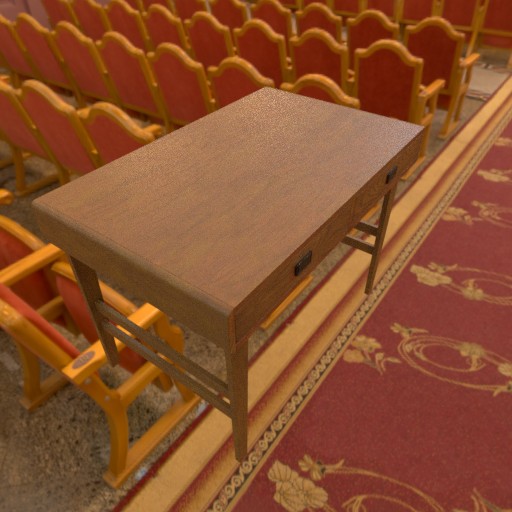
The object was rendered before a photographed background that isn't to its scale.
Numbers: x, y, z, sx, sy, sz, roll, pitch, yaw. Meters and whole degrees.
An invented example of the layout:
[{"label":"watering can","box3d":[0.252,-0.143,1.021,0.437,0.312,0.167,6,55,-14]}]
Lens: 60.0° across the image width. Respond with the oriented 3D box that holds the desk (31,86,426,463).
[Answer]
[{"label":"desk","box3d":[0.000,0.000,1.559,0.660,0.754,1.066,25,46,27]}]
